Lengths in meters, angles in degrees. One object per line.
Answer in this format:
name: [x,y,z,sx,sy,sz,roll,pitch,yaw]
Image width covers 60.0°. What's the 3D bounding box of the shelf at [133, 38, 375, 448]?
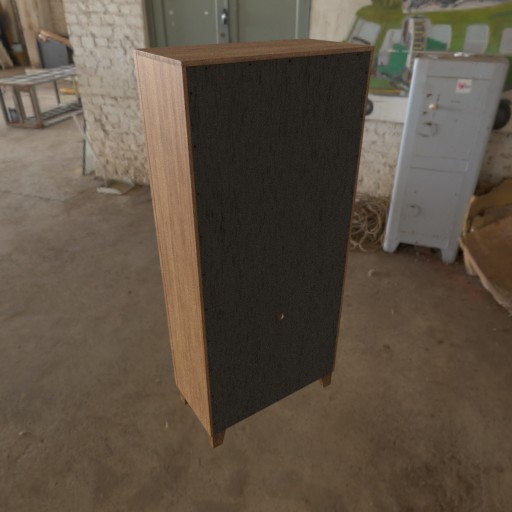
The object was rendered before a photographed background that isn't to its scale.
shelf: [0.000,0.000,2.256,0.864,1.930,0.453,-19,35,-28]
